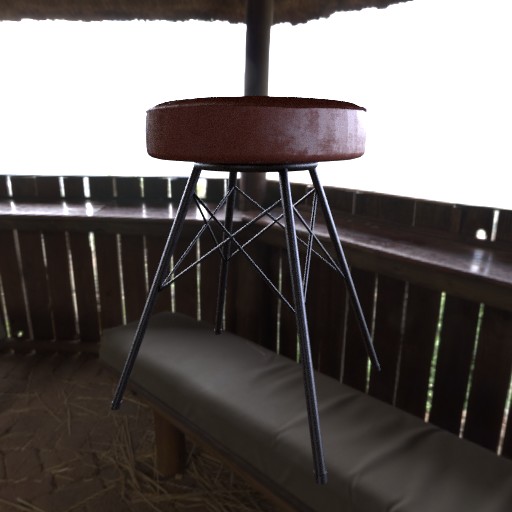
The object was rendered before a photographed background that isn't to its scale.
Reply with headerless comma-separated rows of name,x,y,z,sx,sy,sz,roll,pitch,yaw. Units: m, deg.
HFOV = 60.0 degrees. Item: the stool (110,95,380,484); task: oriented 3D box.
stool,0.000,0.000,0.900,0.457,0.593,0.421,7,16,26
